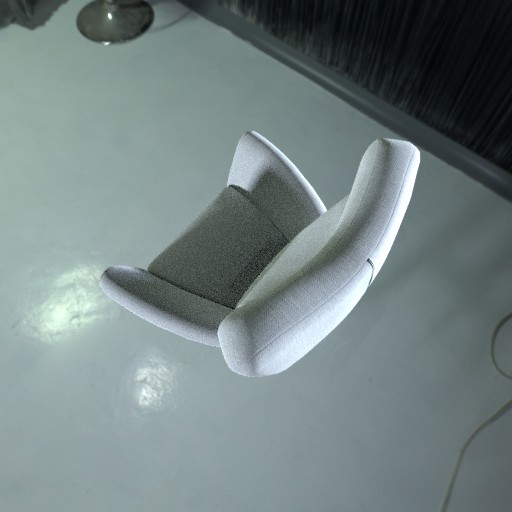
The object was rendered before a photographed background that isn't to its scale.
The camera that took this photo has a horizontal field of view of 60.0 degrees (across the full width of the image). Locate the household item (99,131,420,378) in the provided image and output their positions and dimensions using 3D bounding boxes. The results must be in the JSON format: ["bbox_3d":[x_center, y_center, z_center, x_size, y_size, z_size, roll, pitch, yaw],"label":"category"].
[{"bbox_3d":[0.000,0.000,1.809,0.900,1.050,0.980,34,68,16],"label":"household item"}]
